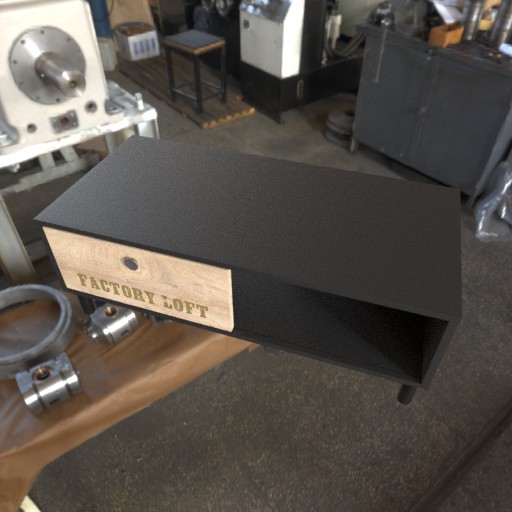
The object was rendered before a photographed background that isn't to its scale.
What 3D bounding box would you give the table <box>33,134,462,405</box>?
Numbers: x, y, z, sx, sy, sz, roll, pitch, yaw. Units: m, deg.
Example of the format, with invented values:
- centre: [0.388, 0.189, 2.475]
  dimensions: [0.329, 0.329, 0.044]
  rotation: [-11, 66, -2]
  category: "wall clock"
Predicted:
- centre: [0.000, 0.000, 1.391]
  dimensions: [1.100, 0.400, 0.550]
  rotation: [13, 43, 14]
  category: "table"
